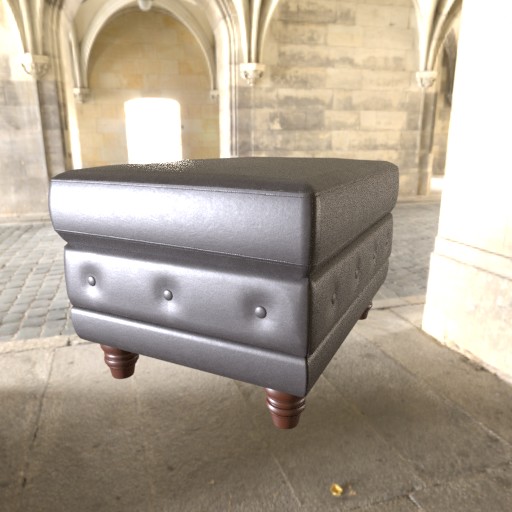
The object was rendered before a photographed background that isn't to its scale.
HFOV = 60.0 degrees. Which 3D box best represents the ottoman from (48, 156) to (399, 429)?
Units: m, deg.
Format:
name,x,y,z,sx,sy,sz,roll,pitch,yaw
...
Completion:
name,x,y,z,sx,sy,sz,roll,pitch,yaw
ottoman,0.000,0.000,1.173,0.590,0.498,0.795,7,16,25
